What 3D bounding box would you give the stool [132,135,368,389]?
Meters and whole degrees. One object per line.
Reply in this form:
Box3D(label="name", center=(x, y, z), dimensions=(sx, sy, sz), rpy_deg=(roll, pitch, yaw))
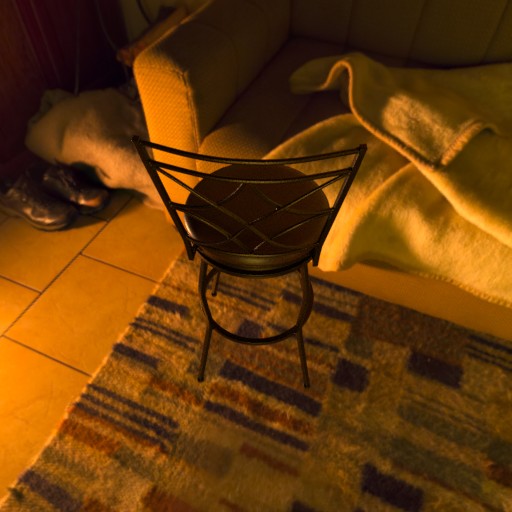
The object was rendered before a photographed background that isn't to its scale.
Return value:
Box3D(label="stool", center=(0.000, 0.000, 1.373), dimensions=(0.434, 1.117, 0.534), rpy_deg=(3, 49, 2))
